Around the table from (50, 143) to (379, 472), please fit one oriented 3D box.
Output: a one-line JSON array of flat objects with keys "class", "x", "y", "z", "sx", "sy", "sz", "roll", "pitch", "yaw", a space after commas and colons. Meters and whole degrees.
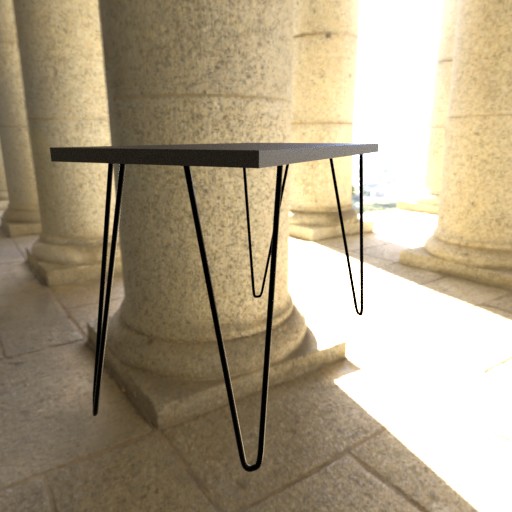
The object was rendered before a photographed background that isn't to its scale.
[{"class": "table", "x": 0.000, "y": 0.000, "z": 1.359, "sx": 0.499, "sy": 0.660, "sz": 0.991, "roll": 7, "pitch": 17, "yaw": 25}]
